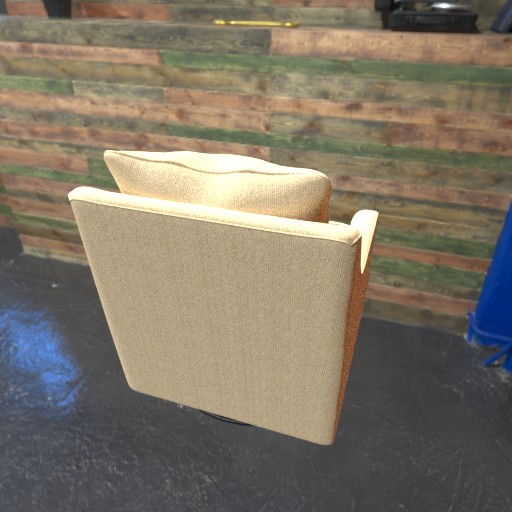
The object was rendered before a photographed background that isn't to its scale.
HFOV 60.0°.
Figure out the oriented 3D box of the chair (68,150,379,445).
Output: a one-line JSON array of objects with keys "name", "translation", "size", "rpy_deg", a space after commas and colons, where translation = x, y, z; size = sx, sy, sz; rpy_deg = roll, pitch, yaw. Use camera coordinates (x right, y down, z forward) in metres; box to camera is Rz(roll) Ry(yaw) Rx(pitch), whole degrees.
[{"name": "chair", "translation": [0.000, 0.000, 1.555], "size": [0.760, 0.927, 0.876], "rpy_deg": [10, 33, 16]}]
